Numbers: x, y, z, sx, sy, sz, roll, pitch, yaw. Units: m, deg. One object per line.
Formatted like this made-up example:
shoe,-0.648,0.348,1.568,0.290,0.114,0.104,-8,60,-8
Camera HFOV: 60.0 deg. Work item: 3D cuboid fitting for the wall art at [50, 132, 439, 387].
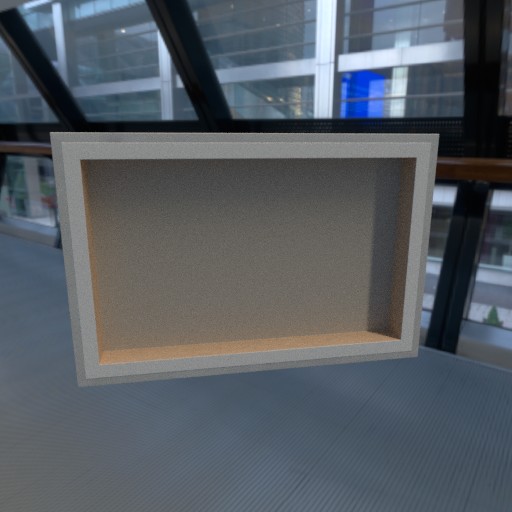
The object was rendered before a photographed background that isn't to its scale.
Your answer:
wall art,0.000,0.000,0.478,0.381,0.254,0.038,-3,14,-10
